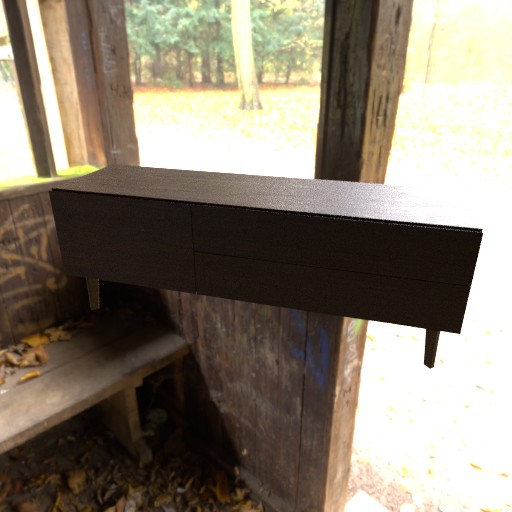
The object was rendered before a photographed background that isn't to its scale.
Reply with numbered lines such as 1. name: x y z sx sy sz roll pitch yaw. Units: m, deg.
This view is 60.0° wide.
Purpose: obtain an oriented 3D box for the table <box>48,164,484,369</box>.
1. table: 0.000 0.000 1.651 1.397 0.508 0.405 7 26 15
